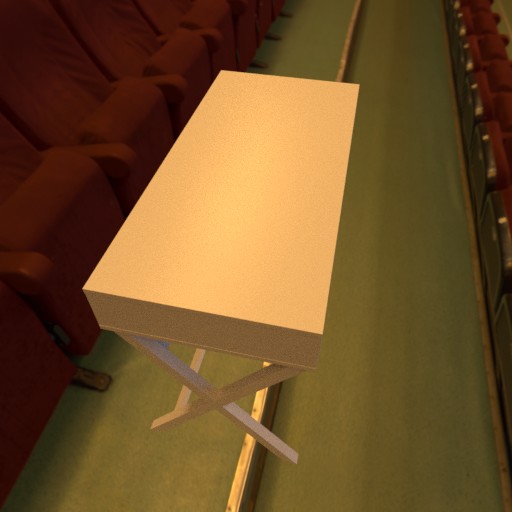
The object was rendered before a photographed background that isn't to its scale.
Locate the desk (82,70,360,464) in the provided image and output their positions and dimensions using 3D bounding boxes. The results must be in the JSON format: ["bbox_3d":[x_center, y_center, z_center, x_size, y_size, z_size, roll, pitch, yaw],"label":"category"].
[{"bbox_3d":[0.000,0.000,1.526,0.509,0.780,1.059,10,48,9],"label":"desk"}]
